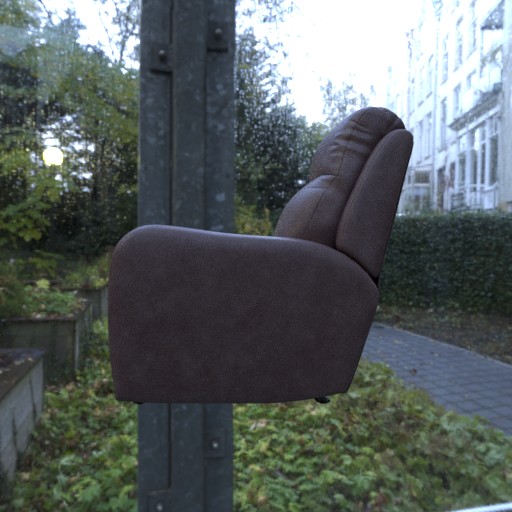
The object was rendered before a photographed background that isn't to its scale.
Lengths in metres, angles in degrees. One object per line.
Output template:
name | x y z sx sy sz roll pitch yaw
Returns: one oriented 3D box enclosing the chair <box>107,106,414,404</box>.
chair | 0.000 0.000 1.833 1.067 1.067 0.865 0 1 -1
